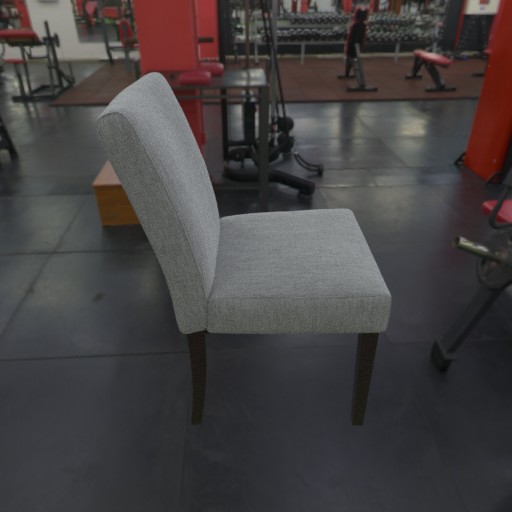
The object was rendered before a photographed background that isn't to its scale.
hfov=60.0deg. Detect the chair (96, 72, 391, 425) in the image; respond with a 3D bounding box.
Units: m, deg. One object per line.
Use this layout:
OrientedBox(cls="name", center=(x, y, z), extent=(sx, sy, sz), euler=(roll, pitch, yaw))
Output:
OrientedBox(cls="chair", center=(0.000, 0.000, 1.218), extent=(0.629, 0.884, 0.487), euler=(-1, 32, -1))
